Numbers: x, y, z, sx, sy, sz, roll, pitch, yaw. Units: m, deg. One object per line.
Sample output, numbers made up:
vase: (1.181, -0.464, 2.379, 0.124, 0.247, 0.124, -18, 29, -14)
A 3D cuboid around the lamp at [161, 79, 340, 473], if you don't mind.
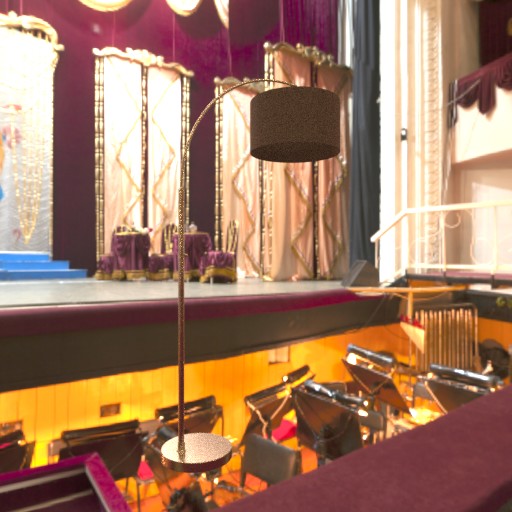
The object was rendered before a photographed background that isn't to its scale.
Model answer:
lamp: (0.000, 0.000, 2.104, 0.934, 1.735, 0.452, 0, 0, -35)
